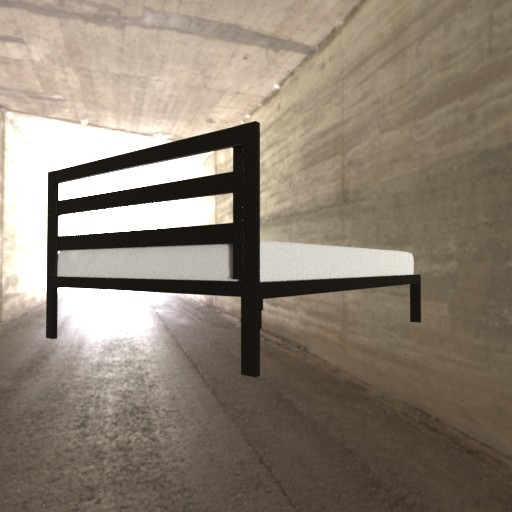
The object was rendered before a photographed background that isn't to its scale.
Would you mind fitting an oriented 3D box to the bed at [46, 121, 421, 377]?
[{"bbox_3d":[0.000,0.000,2.940,1.524,0.967,2.062,-1,-2,37],"label":"bed"}]
